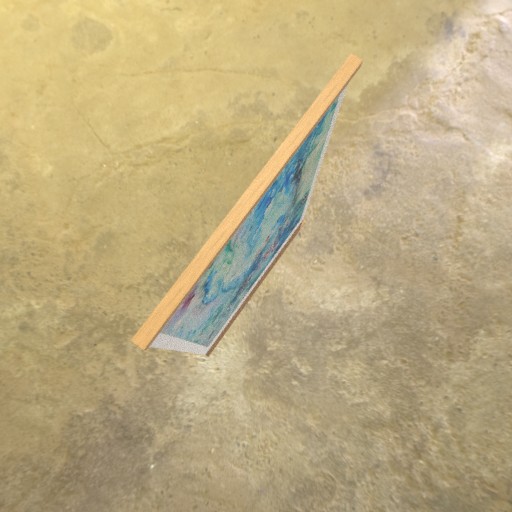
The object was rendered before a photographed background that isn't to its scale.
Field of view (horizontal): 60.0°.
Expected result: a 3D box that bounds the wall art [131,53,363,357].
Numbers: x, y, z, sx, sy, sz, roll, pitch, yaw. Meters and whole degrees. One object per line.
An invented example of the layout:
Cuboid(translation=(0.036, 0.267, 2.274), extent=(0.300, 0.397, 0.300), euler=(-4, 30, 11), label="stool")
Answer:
Cuboid(translation=(0.000, 0.000, 1.904), extent=(0.040, 1.510, 0.991), euler=(35, 79, 8), label="wall art")
